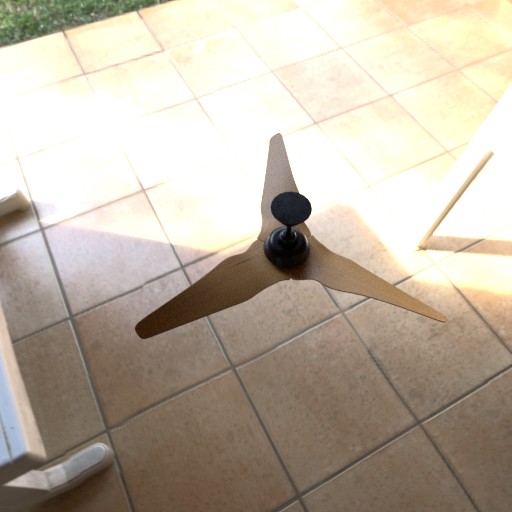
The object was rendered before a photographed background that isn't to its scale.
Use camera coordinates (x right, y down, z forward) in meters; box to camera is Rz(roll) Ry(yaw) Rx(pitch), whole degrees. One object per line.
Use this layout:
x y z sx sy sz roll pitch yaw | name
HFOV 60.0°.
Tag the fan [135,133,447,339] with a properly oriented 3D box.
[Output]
0.000 0.000 1.647 1.010 0.355 1.142 -30 63 -17 | fan
